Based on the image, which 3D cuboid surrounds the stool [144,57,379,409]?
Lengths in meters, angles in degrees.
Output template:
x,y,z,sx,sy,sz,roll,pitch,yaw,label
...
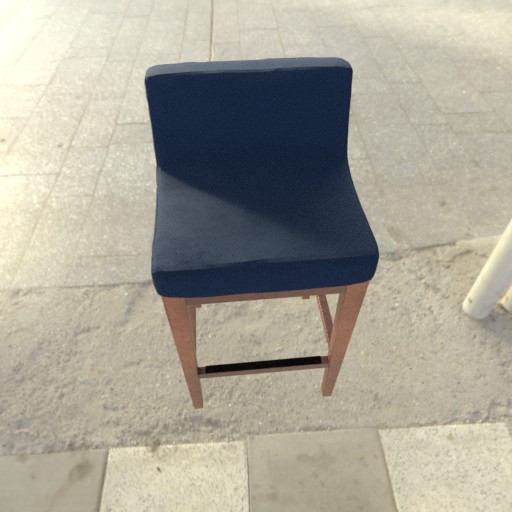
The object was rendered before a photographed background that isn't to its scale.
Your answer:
x,y,z,sx,sy,sz,roll,pitch,yaw,label
0.000,0.000,1.285,0.511,0.945,0.516,-4,48,-4,stool
